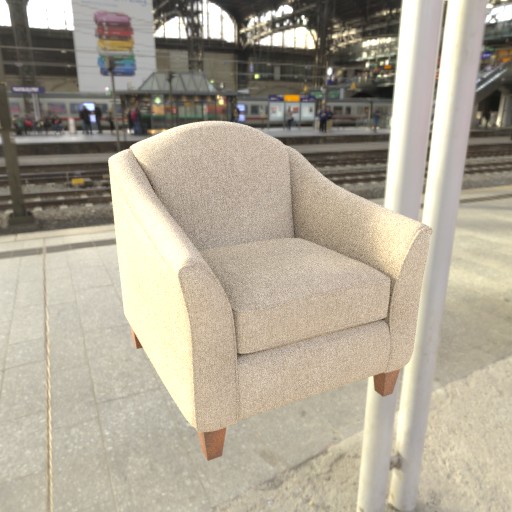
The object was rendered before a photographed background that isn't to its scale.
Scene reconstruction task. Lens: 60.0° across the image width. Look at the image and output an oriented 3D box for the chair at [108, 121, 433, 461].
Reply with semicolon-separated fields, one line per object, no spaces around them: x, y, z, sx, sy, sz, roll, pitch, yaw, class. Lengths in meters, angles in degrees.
0.000;0.000;1.452;0.763;0.839;0.787;-9;20;-26;chair
